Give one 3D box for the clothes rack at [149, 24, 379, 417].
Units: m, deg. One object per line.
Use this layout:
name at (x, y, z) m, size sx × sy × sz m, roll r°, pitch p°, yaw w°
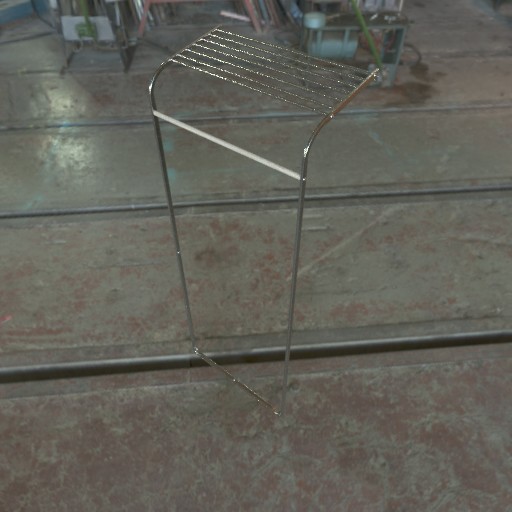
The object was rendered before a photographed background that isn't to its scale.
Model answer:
clothes rack at (0.000, 0.000, 1.828) m, size 0.609 × 1.574 × 0.349 m, roll 30°, pitch 52°, yaw 27°
